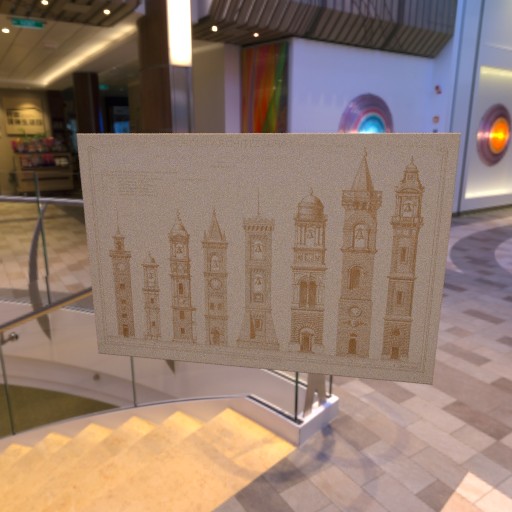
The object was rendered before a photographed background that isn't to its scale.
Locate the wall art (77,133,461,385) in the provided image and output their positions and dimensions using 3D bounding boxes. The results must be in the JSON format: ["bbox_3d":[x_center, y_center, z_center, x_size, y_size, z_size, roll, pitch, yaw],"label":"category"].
[{"bbox_3d":[0.000,0.000,0.765,0.609,0.407,0.039,3,15,10],"label":"wall art"}]
